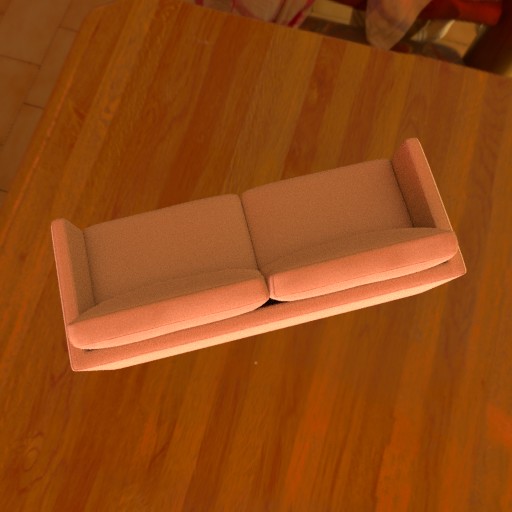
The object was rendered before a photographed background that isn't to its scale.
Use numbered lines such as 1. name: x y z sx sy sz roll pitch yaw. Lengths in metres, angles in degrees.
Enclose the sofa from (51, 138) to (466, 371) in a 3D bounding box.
1. sofa: 0.000 0.000 2.902 2.361 0.968 0.951 -14 77 -3
